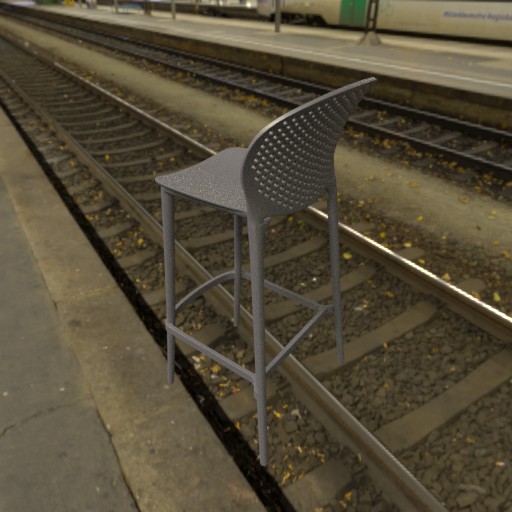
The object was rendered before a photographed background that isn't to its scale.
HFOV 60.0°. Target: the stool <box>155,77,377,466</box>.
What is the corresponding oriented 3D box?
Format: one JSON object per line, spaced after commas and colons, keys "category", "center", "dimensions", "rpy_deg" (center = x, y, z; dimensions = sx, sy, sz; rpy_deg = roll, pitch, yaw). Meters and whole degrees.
{"category": "stool", "center": [0.000, 0.000, 1.341], "dimensions": [0.535, 1.045, 0.536], "rpy_deg": [21, 37, 30]}
